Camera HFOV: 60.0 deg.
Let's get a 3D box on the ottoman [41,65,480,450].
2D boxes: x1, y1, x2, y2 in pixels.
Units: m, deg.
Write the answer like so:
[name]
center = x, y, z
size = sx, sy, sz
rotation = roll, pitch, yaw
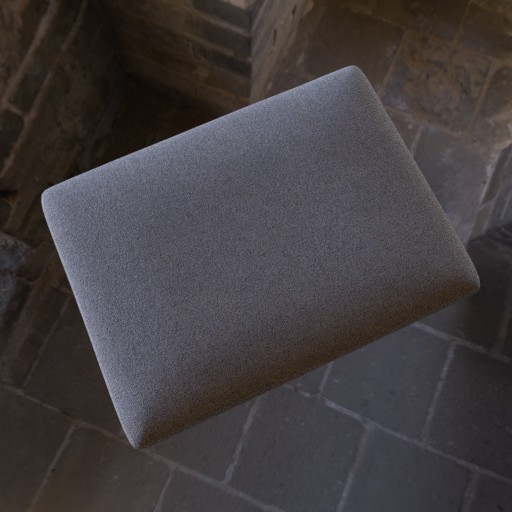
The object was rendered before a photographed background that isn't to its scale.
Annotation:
[ottoman]
center = 0.000, 0.000, 1.137
size = 0.821, 0.441, 0.611
rotation = -24, 78, -5
